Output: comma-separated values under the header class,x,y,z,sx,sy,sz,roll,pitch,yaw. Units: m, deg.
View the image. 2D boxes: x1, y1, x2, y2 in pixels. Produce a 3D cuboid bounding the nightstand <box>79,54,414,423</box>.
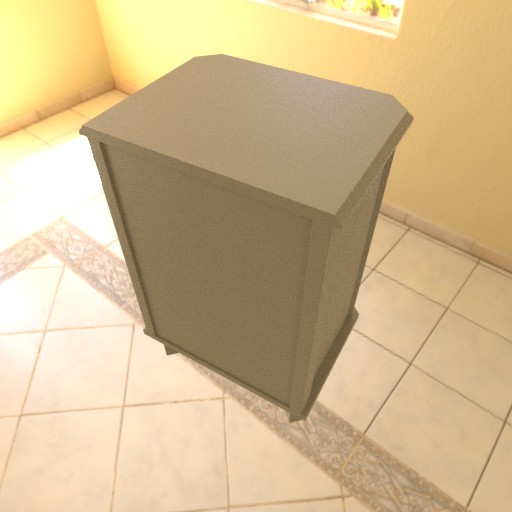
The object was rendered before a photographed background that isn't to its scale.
class,x,y,z,sx,sy,sz,roll,pitch,yaw
nightstand,0.000,0.000,0.966,0.450,0.680,0.350,23,50,20
